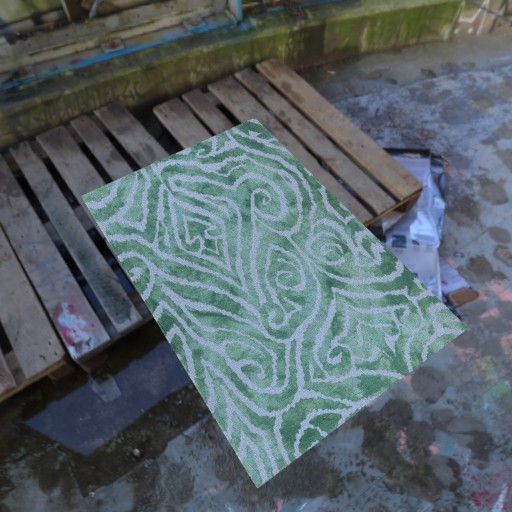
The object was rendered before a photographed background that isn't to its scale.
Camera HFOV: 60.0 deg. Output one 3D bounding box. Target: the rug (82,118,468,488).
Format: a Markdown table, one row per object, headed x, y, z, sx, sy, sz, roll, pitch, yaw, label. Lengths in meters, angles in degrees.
| x | y | z | sx | sy | sz | roll | pitch | yaw | label |
| --- | --- | --- | --- | --- | --- | --- | --- | --- | --- |
| 0.000 | 0.000 | 2.352 | 1.220 | 0.006 | 1.826 | -29 | 62 | -18 | rug |
